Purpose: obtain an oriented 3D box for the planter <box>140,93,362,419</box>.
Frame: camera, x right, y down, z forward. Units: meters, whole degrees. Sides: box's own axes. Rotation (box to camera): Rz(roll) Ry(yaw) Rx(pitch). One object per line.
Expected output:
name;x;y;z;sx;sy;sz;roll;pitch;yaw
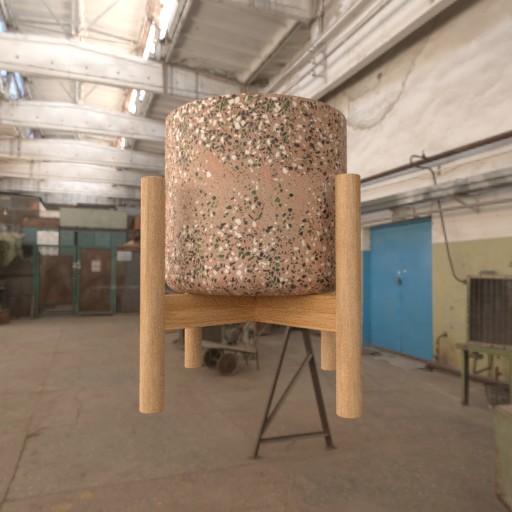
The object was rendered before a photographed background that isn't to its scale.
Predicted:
planter;0.000;0.000;0.549;0.284;0.320;0.284;0;-2;-18
